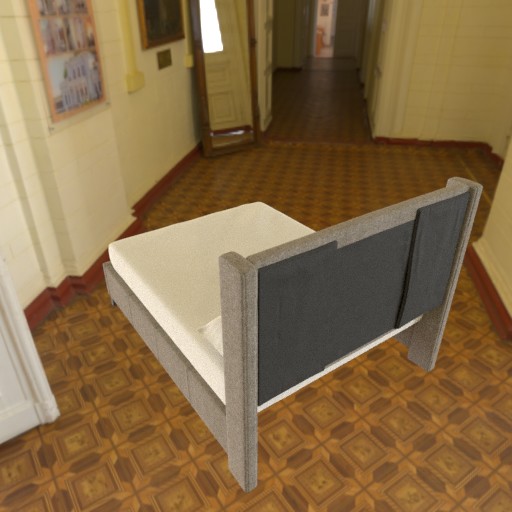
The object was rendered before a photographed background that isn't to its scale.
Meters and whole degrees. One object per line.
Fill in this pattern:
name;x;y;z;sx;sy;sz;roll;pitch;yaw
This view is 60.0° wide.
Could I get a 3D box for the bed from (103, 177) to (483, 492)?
bed;0.000;0.000;3.339;1.714;1.481;2.245;-19;35;-30
